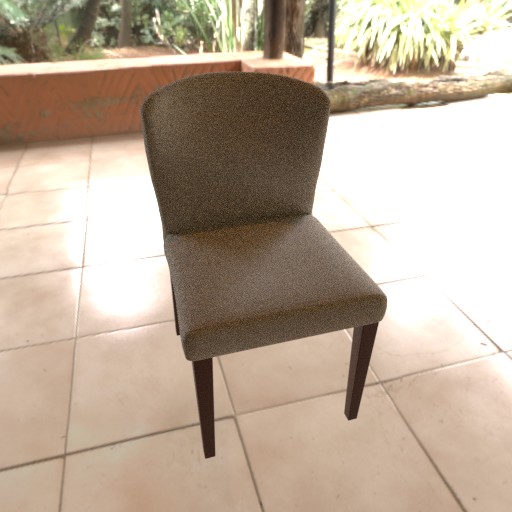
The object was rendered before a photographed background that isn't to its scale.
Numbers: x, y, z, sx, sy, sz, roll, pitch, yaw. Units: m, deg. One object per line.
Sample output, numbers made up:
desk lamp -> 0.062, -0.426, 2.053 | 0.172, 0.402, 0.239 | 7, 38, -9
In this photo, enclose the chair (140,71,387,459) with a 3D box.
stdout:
chair -> 0.000, 0.000, 1.189 | 0.491, 0.839, 0.589 | -9, 33, -14
